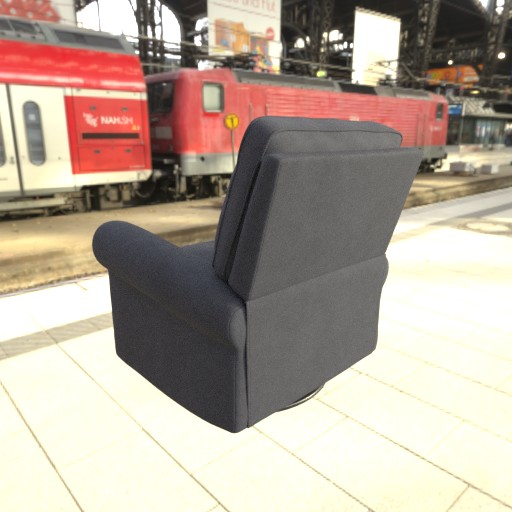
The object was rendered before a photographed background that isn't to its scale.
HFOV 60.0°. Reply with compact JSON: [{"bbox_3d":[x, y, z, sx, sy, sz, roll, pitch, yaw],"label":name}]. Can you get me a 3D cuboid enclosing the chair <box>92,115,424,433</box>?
[{"bbox_3d":[0.000,0.000,1.634,0.890,0.961,0.878,-14,21,-42],"label":"chair"}]
